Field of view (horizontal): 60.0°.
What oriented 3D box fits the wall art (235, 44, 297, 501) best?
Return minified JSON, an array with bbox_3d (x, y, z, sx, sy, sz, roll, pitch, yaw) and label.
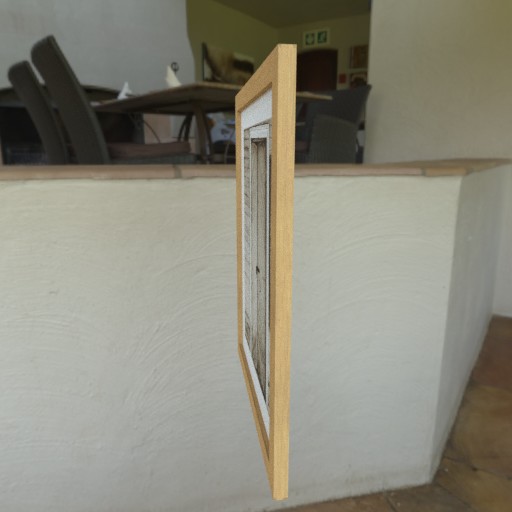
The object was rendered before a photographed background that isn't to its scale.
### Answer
[{"bbox_3d":[0.000,0.000,0.748,0.020,0.561,0.460,-2,13,-8],"label":"wall art"}]
